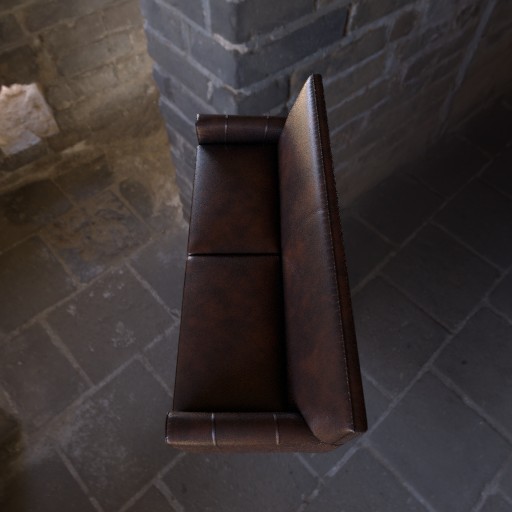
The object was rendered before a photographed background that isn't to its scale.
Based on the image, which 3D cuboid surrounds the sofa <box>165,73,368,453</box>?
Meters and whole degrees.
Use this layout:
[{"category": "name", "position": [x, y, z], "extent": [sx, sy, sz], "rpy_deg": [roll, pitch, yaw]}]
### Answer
[{"category": "sofa", "position": [0.000, 0.000, 2.441], "extent": [0.786, 0.871, 1.995], "rpy_deg": [0, 58, 0]}]
